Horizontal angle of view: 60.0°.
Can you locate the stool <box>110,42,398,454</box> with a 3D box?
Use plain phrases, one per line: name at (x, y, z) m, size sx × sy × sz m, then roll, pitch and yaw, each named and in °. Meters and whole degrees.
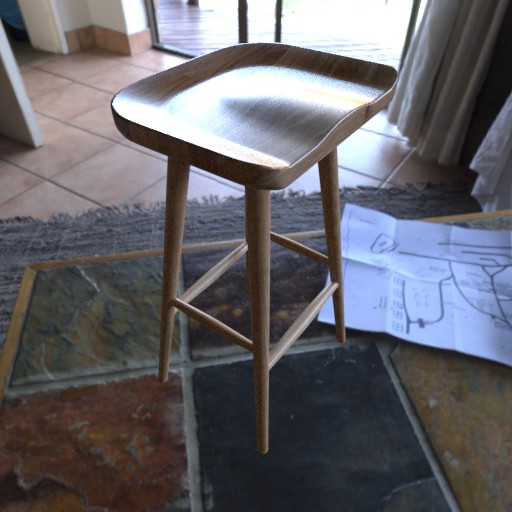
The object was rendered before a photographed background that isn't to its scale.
stool at (0.000, 0.000, 0.907) m, size 0.322 × 0.698 × 0.407 m, roll 25°, pitch 47°, yaw 26°
